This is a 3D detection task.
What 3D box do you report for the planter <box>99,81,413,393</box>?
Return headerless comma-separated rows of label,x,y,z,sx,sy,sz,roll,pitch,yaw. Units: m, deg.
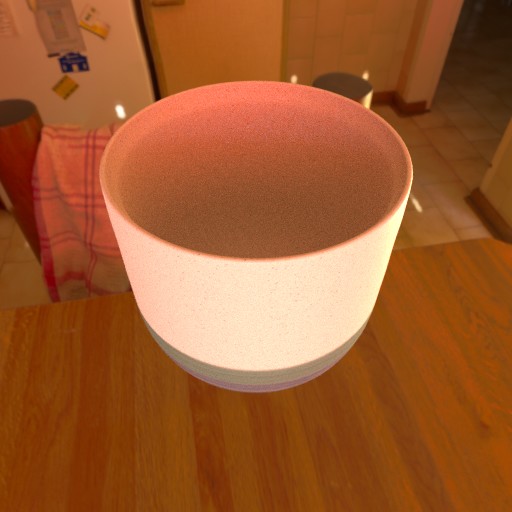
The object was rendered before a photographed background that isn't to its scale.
planter,0.000,0.000,0.484,0.268,0.270,0.268,0,47,0
